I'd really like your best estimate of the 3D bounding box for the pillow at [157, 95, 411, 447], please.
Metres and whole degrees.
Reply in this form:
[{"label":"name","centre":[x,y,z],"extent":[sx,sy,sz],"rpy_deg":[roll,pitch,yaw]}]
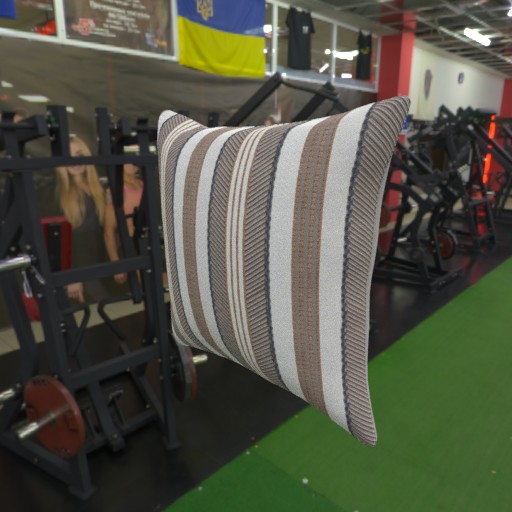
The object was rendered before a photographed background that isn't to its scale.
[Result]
[{"label":"pillow","centre":[0.000,0.000,0.617],"extent":[0.416,0.401,0.173],"rpy_deg":[15,21,43]}]
